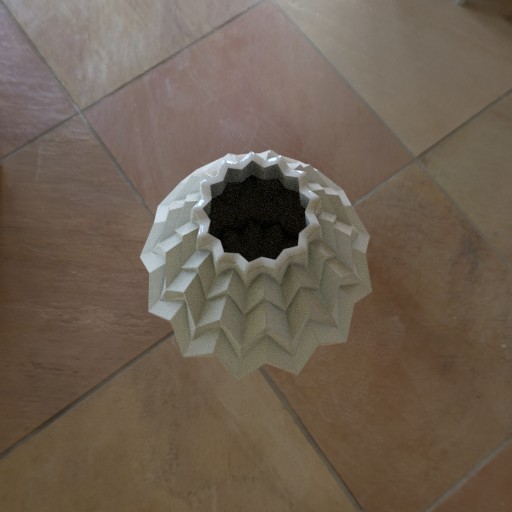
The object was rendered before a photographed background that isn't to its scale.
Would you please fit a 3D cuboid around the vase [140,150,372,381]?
[{"bbox_3d":[0.000,0.000,0.304,0.164,0.185,0.164,0,76,0],"label":"vase"}]
